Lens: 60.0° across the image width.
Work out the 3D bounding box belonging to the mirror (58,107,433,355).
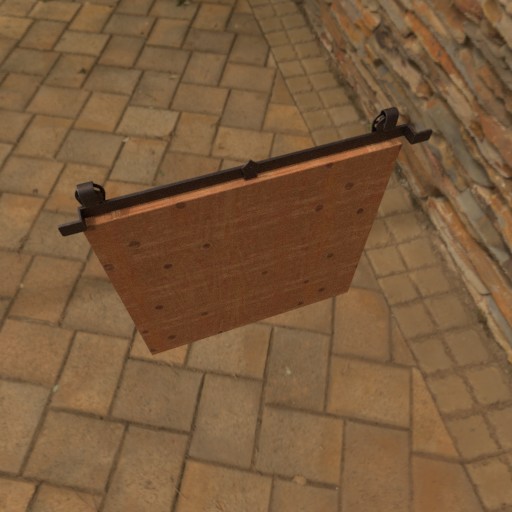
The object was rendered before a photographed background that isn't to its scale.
[{"bbox_3d":[0.000,0.000,1.202,0.805,0.800,0.054,-16,59,-10],"label":"mirror"}]
